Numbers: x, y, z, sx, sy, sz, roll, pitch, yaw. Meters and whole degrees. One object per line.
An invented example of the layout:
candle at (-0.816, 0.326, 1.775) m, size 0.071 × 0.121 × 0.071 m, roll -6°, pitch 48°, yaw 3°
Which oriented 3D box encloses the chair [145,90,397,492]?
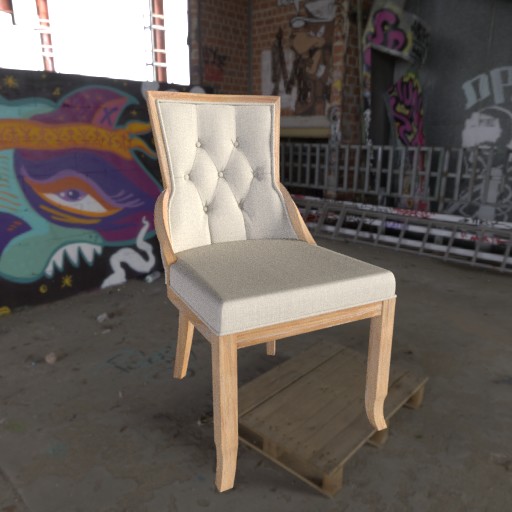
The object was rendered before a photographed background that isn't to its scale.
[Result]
chair at (0.000, 0.000, 1.316) m, size 0.524 × 0.947 × 0.641 m, roll -8°, pitch 17°, yaw -26°
